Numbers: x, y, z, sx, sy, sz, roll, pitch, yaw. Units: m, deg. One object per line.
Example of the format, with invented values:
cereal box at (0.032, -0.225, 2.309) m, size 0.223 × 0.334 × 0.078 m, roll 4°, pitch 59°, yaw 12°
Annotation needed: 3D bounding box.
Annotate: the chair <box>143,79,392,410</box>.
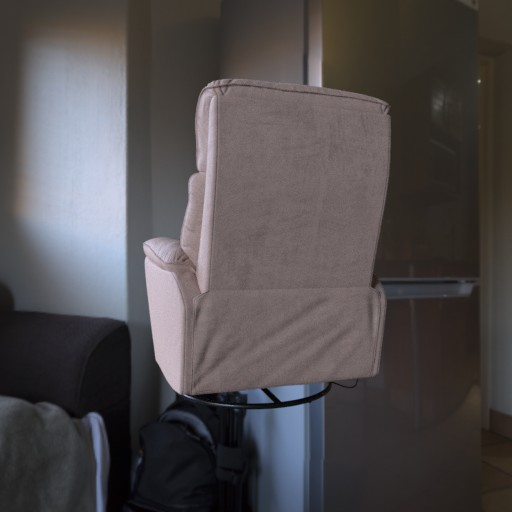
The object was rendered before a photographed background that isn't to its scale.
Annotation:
chair at (0.000, 0.000, 1.756) m, size 0.820 × 1.037 × 1.004 m, roll 0°, pitch 0°, yaw -18°
